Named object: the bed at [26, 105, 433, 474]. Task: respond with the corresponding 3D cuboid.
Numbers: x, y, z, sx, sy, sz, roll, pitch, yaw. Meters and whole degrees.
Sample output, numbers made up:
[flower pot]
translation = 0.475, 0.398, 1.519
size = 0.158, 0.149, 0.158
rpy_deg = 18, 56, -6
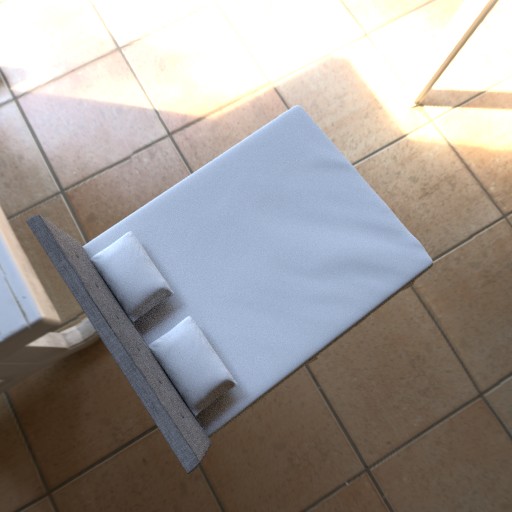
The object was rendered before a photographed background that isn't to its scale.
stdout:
[bed]
translation = 0.000, 0.000, 2.963
size = 1.958, 1.168, 1.621
rpy_deg = -35, 79, -8
